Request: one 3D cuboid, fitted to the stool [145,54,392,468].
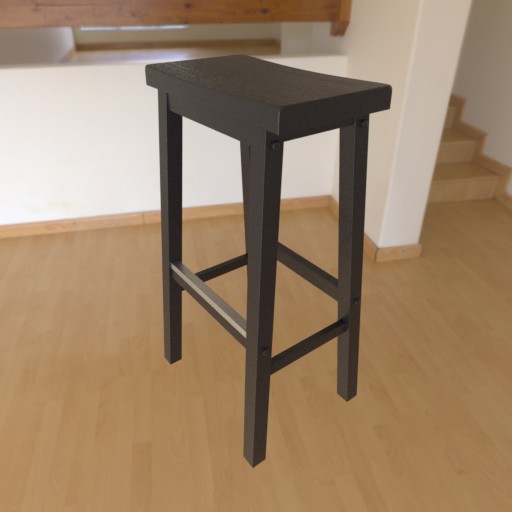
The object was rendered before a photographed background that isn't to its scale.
[{"bbox_3d":[0.000,0.000,0.961,0.322,0.742,0.406,-22,38,-31],"label":"stool"}]
